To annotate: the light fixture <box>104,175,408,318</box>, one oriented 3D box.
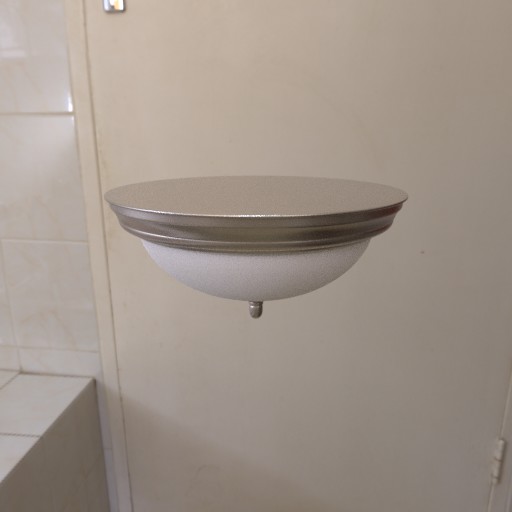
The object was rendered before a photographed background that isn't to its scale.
[{"bbox_3d":[0.000,0.000,0.446,0.280,0.135,0.280,0,16,0],"label":"light fixture"}]
